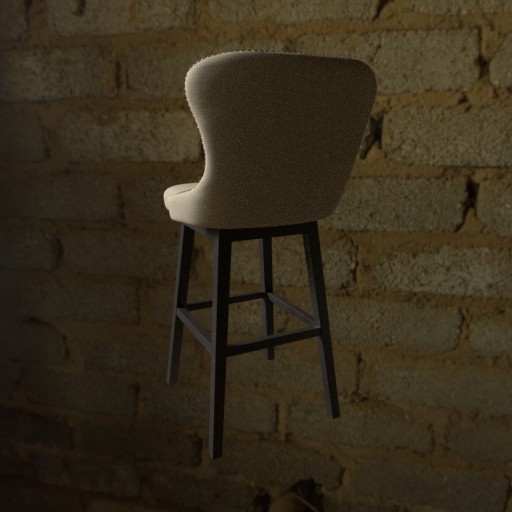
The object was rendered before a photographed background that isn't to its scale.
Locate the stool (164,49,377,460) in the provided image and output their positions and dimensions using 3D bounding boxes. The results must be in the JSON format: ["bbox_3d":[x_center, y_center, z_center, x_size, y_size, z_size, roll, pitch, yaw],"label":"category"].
[{"bbox_3d":[0.000,0.000,1.364,0.528,1.066,0.605,-7,17,-26],"label":"stool"}]
